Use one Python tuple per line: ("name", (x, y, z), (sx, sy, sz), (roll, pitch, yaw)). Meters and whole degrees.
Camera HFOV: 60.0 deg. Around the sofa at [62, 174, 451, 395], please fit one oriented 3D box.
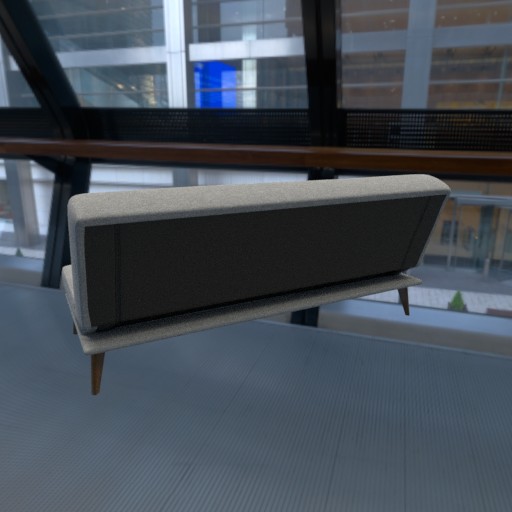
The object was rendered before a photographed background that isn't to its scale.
("sofa", (0.000, 0.000, 2.274), (1.800, 0.810, 0.860), (-8, 17, -27))
